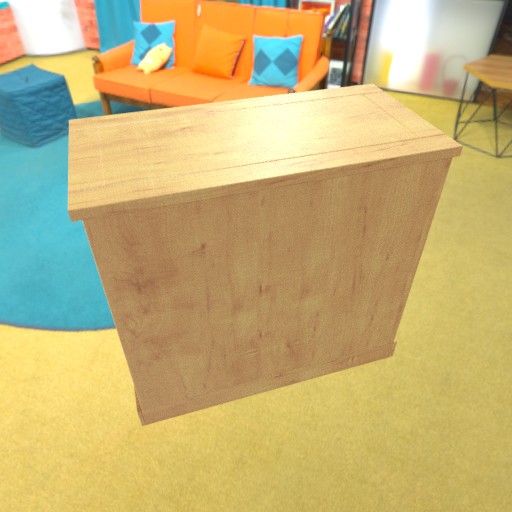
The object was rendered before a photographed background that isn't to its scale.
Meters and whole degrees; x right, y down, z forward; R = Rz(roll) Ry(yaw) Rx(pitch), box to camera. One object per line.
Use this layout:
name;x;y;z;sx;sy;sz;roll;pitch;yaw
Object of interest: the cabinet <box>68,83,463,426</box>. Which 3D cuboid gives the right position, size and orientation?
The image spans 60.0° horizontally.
cabinet;0.000;0.000;1.415;0.920;0.840;0.450;-12;42;-13
